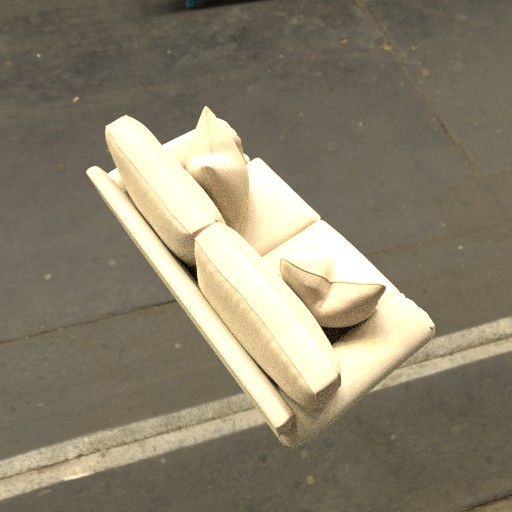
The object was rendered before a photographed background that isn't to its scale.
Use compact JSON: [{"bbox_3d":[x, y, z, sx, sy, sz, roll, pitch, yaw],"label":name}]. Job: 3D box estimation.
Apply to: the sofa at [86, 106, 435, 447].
[{"bbox_3d":[0.000,0.000,2.269,0.966,0.966,1.701,-33,64,-19],"label":"sofa"}]
